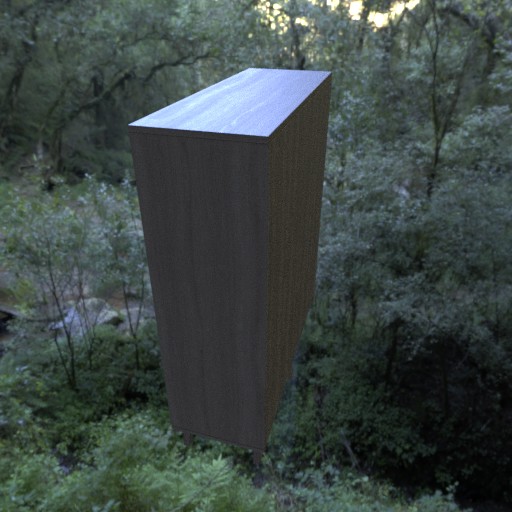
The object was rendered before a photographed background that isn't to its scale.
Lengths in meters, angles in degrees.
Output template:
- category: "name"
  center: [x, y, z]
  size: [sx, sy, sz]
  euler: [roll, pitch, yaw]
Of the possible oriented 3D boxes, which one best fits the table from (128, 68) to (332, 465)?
- category: "table"
  center: [0.000, 0.000, 1.964]
  size: [0.398, 1.388, 1.111]
  euler: [9, 32, 14]
